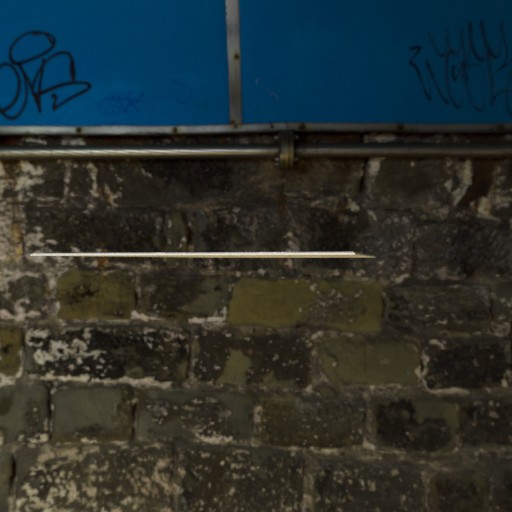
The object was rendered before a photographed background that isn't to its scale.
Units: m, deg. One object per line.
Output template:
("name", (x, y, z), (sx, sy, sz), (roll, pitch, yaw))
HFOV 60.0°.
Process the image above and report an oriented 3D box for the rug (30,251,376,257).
("rug", (0.000, 0.000, 3.077), (1.536, 0.012, 2.431), (0, 0, 17))
